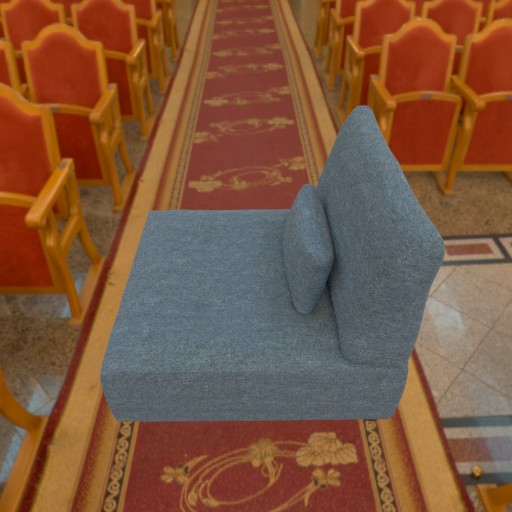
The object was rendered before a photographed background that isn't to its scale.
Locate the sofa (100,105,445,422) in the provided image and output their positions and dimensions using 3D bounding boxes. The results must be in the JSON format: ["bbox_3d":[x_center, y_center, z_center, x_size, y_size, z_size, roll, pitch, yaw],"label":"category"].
[{"bbox_3d":[0.000,0.000,1.676,1.000,0.820,0.930,0,40,0],"label":"sofa"}]
